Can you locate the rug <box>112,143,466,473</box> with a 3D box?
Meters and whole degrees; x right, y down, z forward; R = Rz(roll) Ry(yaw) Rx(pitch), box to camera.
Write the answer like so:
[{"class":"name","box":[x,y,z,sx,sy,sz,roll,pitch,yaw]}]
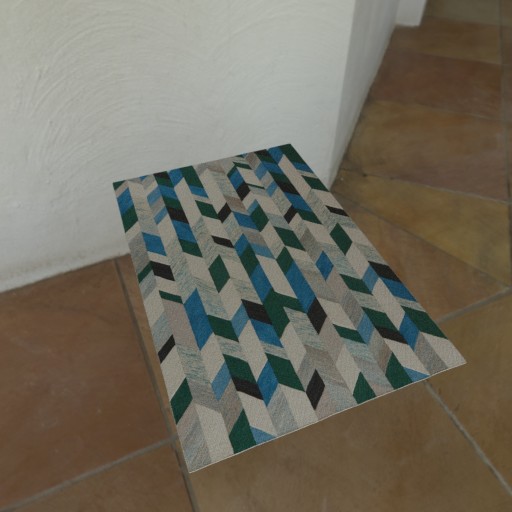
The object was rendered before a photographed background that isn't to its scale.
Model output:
[{"class":"rug","box":[0.000,0.000,2.326,1.229,0.005,1.827,-16,49,-14]}]
